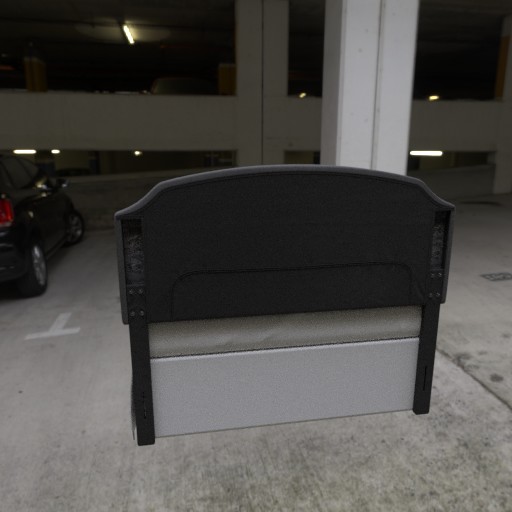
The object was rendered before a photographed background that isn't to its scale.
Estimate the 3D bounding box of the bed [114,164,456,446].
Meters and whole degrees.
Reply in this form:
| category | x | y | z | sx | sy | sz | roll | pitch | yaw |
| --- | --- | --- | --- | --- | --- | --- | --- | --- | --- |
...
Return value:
| category | x | y | z | sx | sy | sz | roll | pitch | yaw |
| --- | --- | --- | --- | --- | --- | --- | --- | --- | --- |
| bed | 0.000 | 0.000 | 2.968 | 1.558 | 1.270 | 1.999 | -2 | 14 | -10 |
